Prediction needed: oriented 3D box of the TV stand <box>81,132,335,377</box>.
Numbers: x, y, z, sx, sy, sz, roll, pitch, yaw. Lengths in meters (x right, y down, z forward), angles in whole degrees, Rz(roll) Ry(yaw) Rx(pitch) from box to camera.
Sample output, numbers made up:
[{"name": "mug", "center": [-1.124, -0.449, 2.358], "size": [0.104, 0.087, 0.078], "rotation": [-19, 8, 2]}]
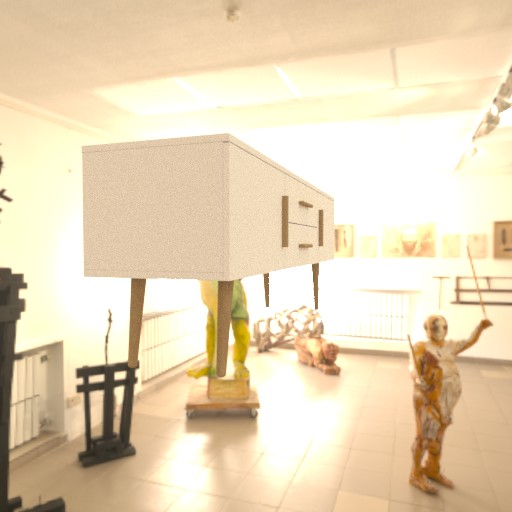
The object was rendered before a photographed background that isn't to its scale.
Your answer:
[{"name": "TV stand", "center": [0.000, 0.000, 1.663], "size": [0.401, 0.560, 1.398], "rotation": [1, 2, 19]}]
